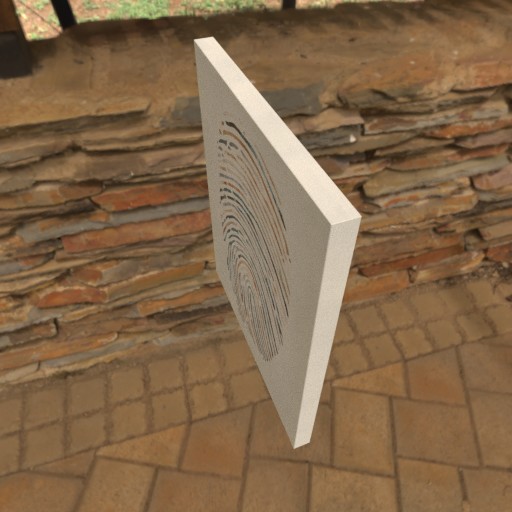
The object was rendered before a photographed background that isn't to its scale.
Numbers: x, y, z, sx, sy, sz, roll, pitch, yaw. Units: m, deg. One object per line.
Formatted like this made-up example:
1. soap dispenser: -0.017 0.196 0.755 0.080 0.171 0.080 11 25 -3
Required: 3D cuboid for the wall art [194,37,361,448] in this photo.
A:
1. wall art: 0.000 0.000 0.831 0.037 0.606 0.508 -16 49 -14
